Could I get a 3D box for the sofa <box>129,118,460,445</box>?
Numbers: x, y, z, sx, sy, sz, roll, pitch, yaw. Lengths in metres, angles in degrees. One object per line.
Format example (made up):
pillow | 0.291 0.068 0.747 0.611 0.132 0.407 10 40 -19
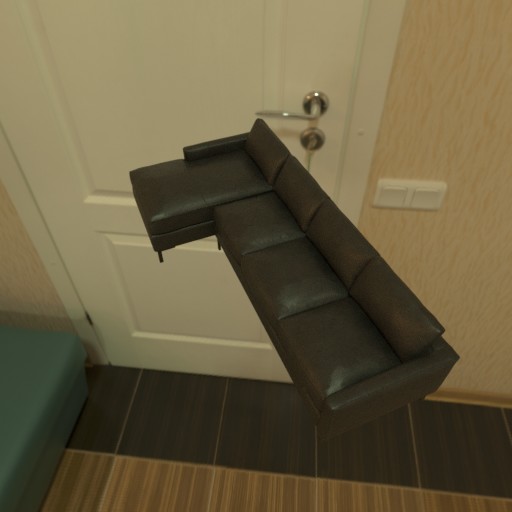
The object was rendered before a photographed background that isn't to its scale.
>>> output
sofa | 0.000 0.000 3.625 1.471 0.859 2.993 -17 48 -16
